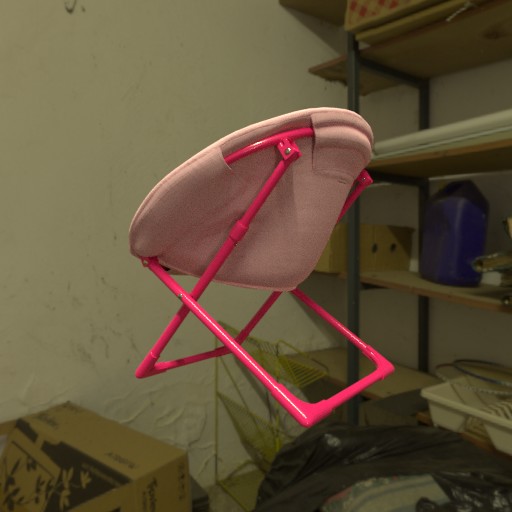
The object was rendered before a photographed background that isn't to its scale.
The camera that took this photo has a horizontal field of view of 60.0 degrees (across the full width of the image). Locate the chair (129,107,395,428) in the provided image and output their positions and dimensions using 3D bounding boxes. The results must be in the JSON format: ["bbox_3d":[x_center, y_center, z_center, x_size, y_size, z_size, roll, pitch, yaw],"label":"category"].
[{"bbox_3d":[0.000,0.000,0.909,0.459,0.494,0.522,0,0,35],"label":"chair"}]
